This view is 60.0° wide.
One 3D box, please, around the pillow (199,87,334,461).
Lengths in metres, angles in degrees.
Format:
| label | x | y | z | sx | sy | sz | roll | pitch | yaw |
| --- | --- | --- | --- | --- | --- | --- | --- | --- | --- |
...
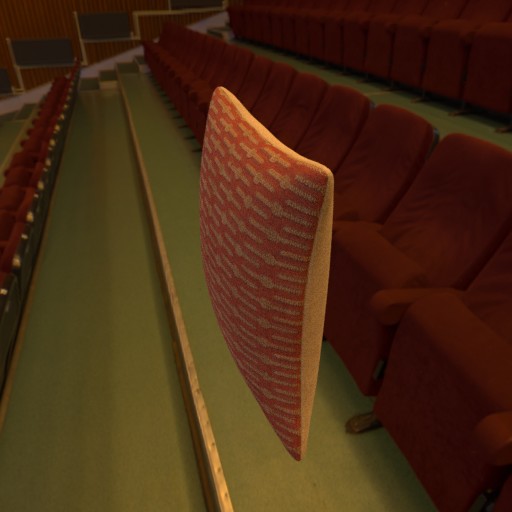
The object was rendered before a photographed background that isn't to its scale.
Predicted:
| label | x | y | z | sx | sy | sz | roll | pitch | yaw |
| --- | --- | --- | --- | --- | --- | --- | --- | --- | --- |
| pillow | 0.000 | 0.000 | 0.812 | 0.182 | 0.503 | 0.511 | -9 | 33 | -15 |
